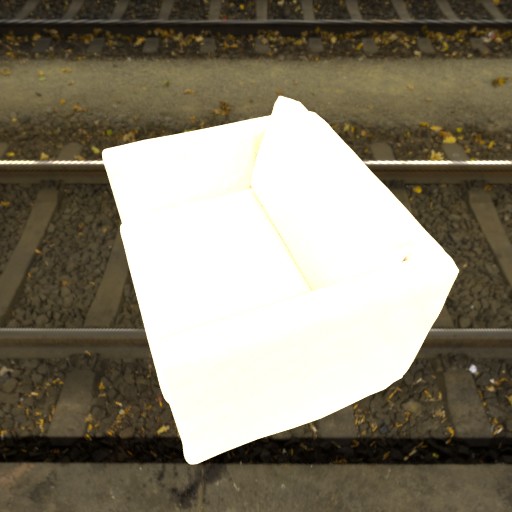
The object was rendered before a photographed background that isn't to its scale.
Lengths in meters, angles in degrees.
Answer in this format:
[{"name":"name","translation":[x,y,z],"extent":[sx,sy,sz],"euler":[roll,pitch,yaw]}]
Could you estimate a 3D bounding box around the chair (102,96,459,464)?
[{"name":"chair","translation":[0.000,0.000,1.731],"extent":[0.947,0.851,1.057],"euler":[-16,49,-14]}]
